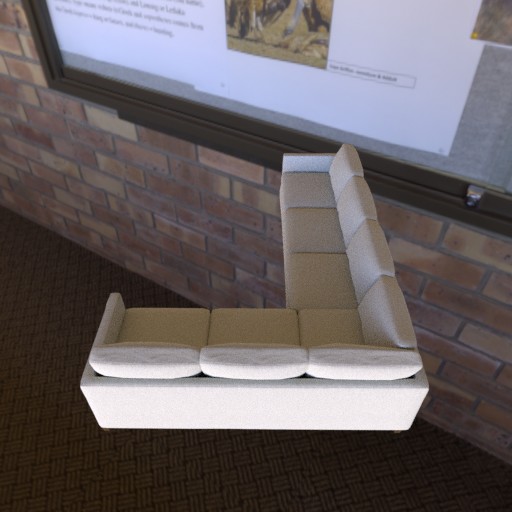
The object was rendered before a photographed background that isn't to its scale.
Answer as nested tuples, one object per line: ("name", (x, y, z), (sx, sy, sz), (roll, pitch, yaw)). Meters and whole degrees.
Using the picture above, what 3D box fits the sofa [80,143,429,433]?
("sofa", (0.000, 0.000, 4.487), (2.522, 0.934, 3.333), (0, 42, 0))
